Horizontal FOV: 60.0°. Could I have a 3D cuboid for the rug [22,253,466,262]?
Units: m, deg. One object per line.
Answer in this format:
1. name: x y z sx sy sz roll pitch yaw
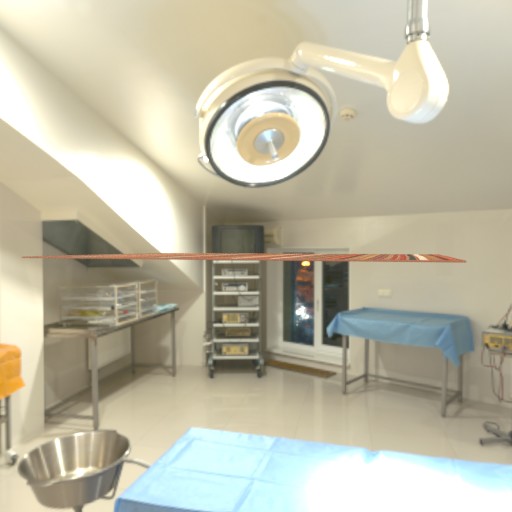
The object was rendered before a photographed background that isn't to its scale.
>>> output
1. rug: 0.000 0.000 2.276 1.828 0.007 1.217 0 1 19
